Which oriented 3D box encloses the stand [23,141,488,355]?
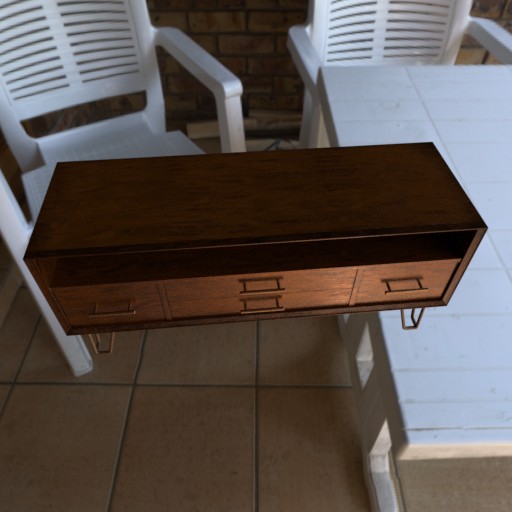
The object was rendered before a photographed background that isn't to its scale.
[{"bbox_3d":[0.000,0.000,1.679,1.372,0.610,0.481,-4,47,-4],"label":"stand"}]
